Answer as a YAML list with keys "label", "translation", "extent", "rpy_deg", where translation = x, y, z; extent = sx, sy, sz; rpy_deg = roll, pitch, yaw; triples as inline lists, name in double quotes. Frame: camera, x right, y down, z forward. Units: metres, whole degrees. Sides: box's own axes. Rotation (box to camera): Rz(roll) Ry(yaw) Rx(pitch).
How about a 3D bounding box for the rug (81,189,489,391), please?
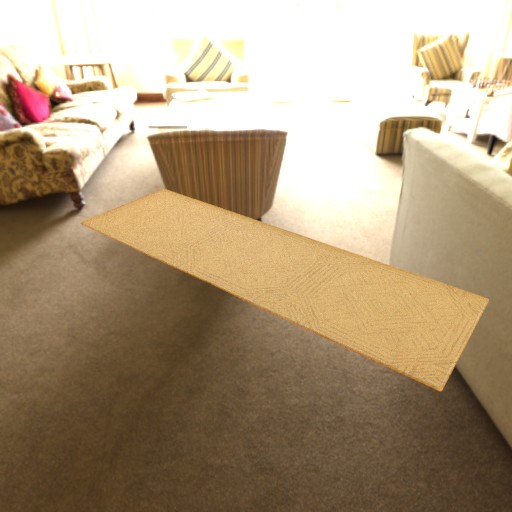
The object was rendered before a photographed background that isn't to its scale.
- label: "rug"
  translation: [0.000, 0.000, 2.670]
  extent: [2.452, 0.012, 0.775]
  rpy_deg: [21, 37, 31]
